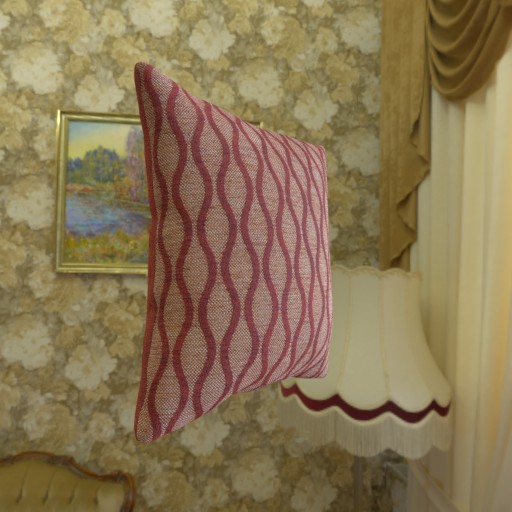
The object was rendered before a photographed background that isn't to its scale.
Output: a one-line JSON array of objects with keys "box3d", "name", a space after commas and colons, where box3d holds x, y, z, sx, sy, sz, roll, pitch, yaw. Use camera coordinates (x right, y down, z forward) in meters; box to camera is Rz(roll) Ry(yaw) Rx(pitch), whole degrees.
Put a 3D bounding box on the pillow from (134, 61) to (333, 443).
[{"box3d": [0.000, 0.000, 0.658, 0.159, 0.434, 0.429, -2, -3, 36], "name": "pillow"}]
